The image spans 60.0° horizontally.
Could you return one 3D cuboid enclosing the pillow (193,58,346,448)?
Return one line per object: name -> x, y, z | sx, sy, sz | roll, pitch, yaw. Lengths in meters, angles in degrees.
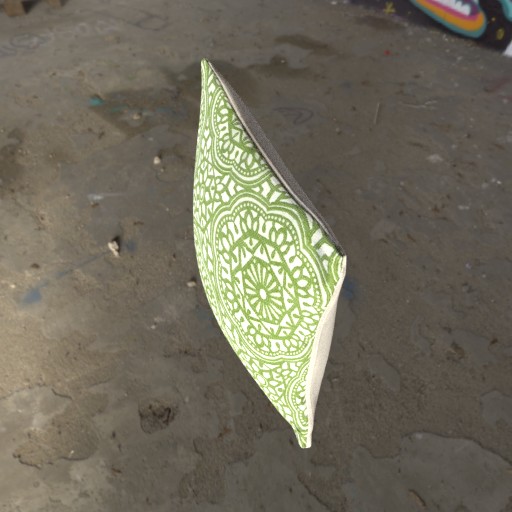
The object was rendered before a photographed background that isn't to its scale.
pillow -> 0.000, 0.000, 0.660 | 0.162, 0.419, 0.440 | -15, 48, -14
